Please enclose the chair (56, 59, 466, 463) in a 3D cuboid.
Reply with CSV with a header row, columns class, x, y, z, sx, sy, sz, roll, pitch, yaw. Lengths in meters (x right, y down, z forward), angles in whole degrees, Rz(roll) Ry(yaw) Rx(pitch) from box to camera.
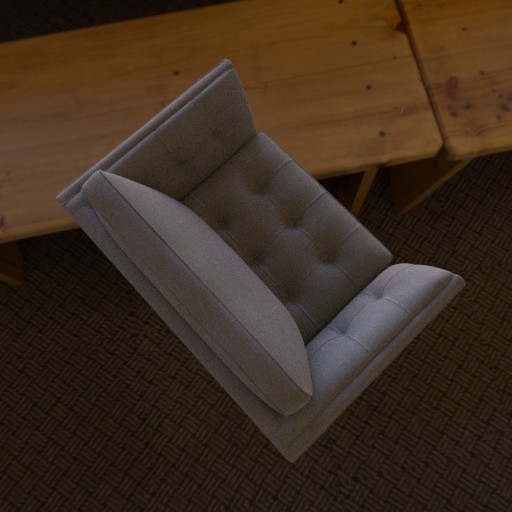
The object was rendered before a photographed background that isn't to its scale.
class,x,y,z,sx,sy,sz,roll,pitch,yaw
chair,0.000,0.000,2.065,0.965,0.942,1.396,-42,80,-9
